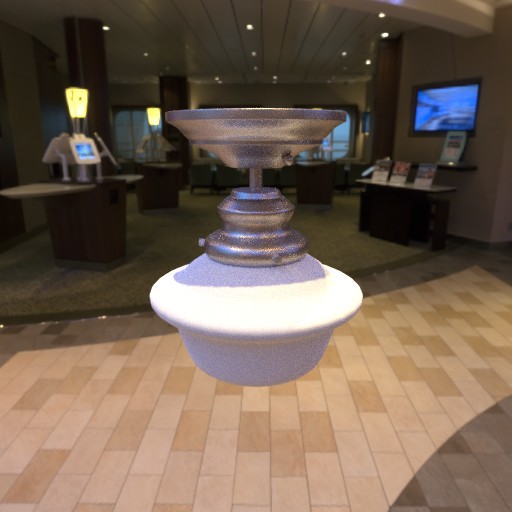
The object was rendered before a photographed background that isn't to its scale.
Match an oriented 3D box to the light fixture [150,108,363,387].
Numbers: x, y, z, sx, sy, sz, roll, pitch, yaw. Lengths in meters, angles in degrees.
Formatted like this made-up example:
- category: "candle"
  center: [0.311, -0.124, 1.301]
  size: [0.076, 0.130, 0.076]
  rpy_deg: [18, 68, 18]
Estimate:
- category: "light fixture"
  center: [0.000, 0.000, 0.413]
  size: [0.199, 0.254, 0.199]
  rpy_deg: [0, 15, 0]
